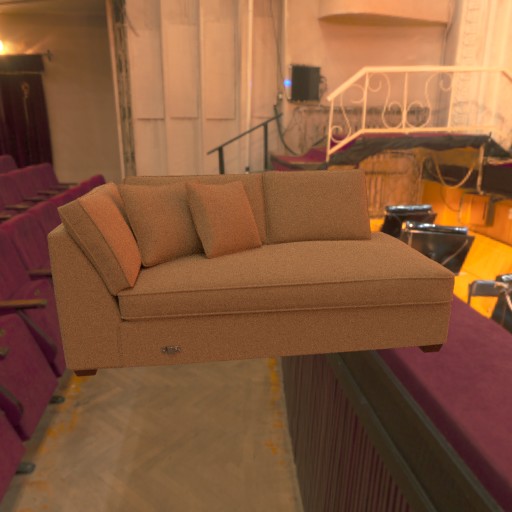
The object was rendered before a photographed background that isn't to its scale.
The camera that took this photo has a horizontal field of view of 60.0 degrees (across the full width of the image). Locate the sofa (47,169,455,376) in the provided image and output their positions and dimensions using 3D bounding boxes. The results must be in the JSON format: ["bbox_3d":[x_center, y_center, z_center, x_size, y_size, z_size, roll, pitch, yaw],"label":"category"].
[{"bbox_3d":[0.000,0.000,2.894,2.237,1.033,1.110,-2,17,-8],"label":"sofa"}]
